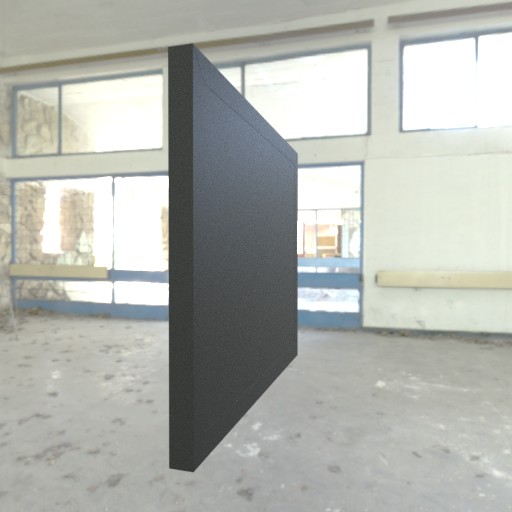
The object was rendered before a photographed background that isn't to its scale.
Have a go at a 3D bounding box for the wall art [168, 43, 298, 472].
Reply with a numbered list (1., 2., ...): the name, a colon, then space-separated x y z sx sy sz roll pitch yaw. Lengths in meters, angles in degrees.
1. wall art: 0.000 0.000 0.742 0.029 0.457 0.558 0 1 17
